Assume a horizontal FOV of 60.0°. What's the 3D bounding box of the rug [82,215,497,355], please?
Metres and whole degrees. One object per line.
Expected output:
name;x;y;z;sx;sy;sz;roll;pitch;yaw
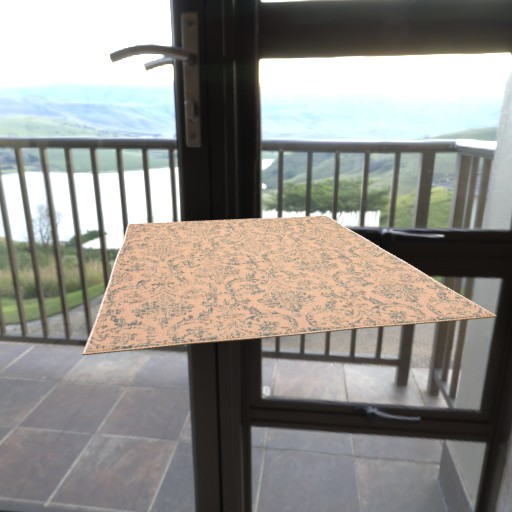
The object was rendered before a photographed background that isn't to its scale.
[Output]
rug;0.000;0.000;3.836;2.363;0.012;2.980;-3;17;-11
